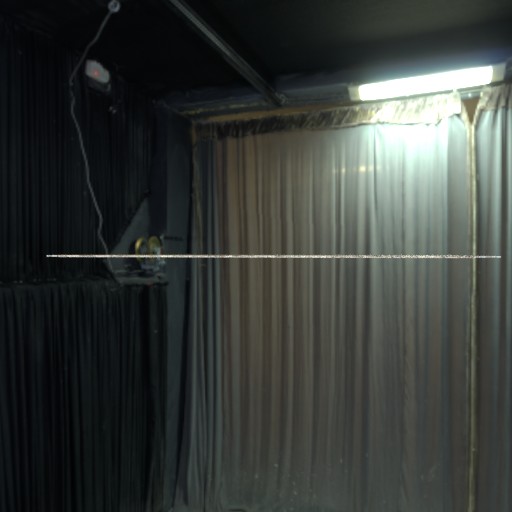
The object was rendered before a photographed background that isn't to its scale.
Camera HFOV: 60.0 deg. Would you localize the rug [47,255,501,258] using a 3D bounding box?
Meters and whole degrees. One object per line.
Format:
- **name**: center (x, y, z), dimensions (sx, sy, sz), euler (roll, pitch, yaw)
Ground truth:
- **rug**: center (0.000, 0.000, 2.836), dimensions (2.664, 0.011, 0.762), euler (0, 0, 18)
